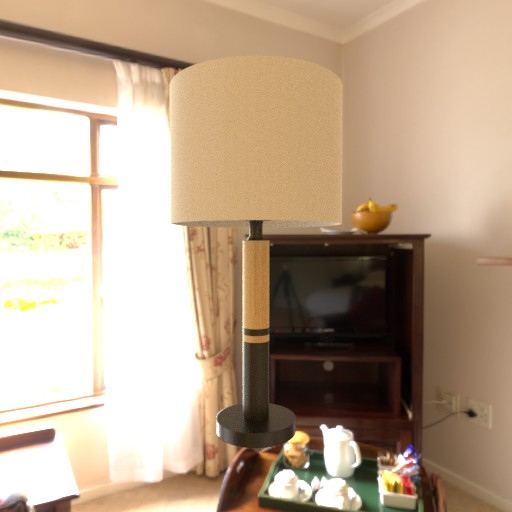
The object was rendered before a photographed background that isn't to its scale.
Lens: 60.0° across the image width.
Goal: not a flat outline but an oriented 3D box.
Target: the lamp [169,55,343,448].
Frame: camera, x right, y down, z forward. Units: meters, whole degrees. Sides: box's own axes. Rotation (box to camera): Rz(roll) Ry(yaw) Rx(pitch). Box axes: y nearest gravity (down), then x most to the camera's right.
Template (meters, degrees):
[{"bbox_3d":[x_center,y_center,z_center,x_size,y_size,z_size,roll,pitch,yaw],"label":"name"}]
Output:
[{"bbox_3d":[0.000,0.000,0.804,0.305,0.640,0.305,1,2,19],"label":"lamp"}]
